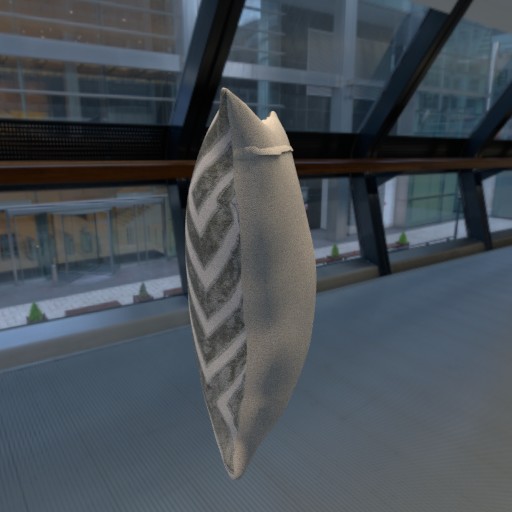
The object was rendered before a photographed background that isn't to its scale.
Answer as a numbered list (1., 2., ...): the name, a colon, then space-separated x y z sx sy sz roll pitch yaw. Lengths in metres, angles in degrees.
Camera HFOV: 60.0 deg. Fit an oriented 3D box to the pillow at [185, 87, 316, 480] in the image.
1. pillow: 0.000 0.000 0.665 0.182 0.441 0.440 2 14 8
